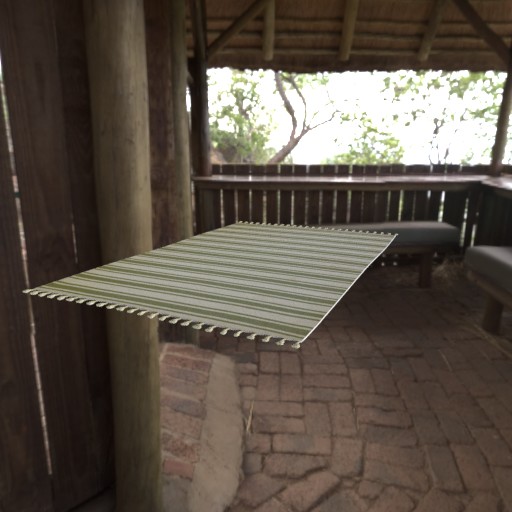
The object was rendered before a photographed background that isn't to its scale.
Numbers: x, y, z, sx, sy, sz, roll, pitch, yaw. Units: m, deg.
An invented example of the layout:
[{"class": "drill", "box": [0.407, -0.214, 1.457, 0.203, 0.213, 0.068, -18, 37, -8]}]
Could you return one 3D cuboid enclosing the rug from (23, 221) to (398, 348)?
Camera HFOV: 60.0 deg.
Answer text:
[{"class": "rug", "box": [0.000, 0.000, 2.320, 1.162, 0.013, 1.875, 7, 15, 25]}]
